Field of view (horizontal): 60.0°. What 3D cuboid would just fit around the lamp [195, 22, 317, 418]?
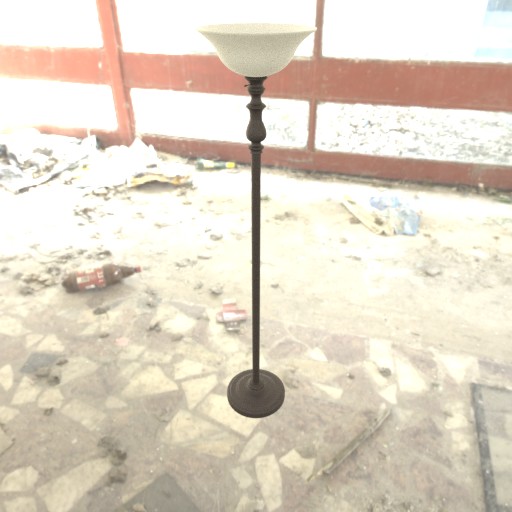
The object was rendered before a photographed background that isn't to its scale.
[{"bbox_3d":[0.000,0.000,1.953,0.405,1.797,0.405,22,38,31],"label":"lamp"}]
